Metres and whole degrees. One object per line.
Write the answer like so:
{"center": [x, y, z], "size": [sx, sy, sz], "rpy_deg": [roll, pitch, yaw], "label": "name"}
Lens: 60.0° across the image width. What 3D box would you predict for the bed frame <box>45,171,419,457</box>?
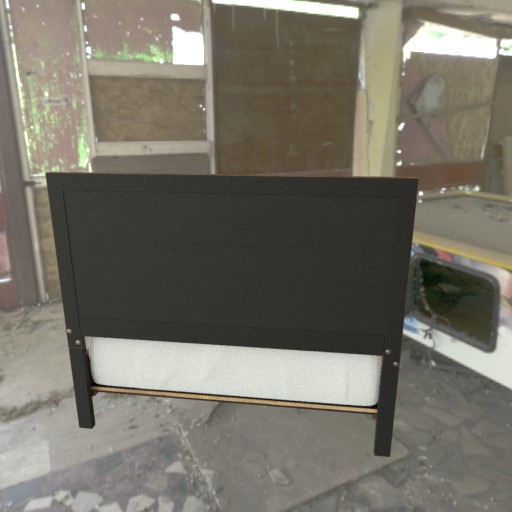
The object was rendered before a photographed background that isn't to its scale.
{"center": [0.000, 0.000, 3.256], "size": [1.696, 1.417, 2.276], "rpy_deg": [2, 17, 7], "label": "bed frame"}
